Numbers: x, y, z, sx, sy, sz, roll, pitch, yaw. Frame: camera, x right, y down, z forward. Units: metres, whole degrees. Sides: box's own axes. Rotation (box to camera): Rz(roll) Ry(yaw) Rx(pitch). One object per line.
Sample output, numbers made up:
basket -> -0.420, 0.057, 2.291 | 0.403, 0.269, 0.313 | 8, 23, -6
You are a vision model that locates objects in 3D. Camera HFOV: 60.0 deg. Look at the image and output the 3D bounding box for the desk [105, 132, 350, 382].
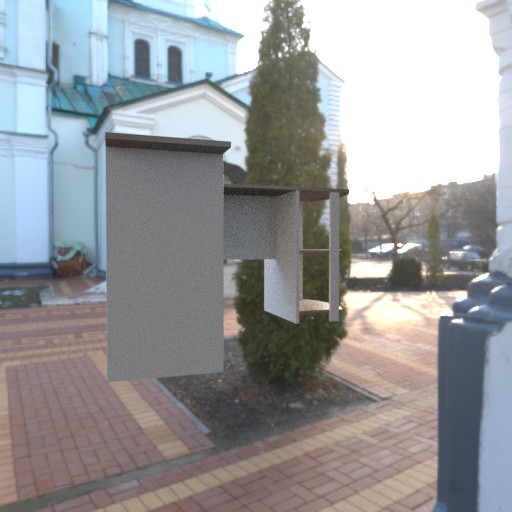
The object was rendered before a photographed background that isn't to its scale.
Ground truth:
desk -> 0.000, 0.000, 2.058 | 1.303, 0.716, 1.361 | 0, 1, -18
